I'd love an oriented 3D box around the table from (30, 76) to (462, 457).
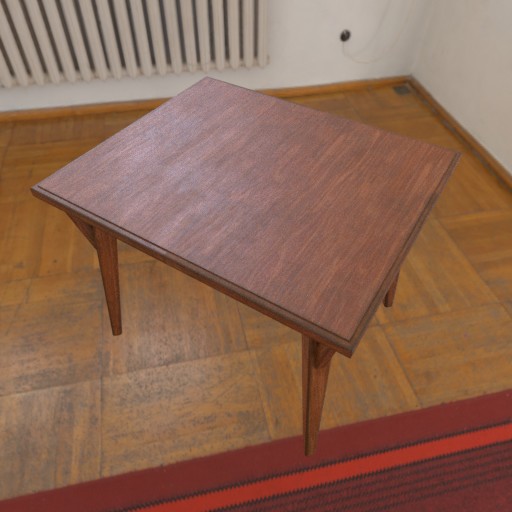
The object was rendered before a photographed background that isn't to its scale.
[{"bbox_3d":[0.000,0.000,1.591,0.991,0.761,0.838,25,51,22],"label":"table"}]
